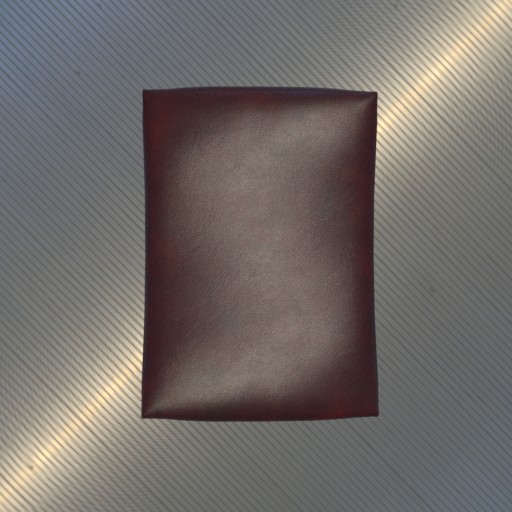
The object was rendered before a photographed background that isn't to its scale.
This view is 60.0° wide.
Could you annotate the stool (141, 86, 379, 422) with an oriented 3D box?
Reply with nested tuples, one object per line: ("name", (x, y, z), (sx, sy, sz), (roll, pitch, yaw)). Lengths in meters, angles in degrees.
("stool", (0.000, 0.000, 0.960), (0.372, 0.657, 0.504), (0, 89, -1))
